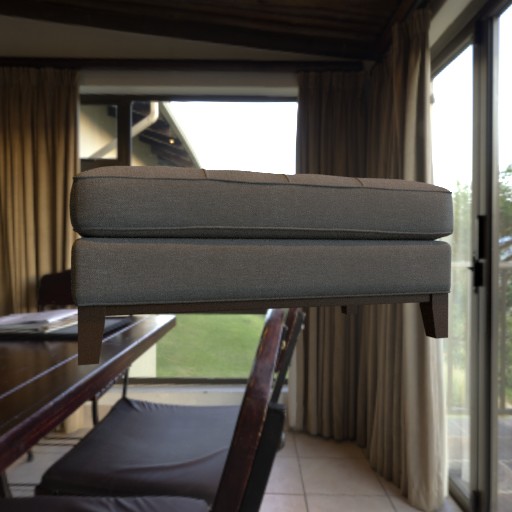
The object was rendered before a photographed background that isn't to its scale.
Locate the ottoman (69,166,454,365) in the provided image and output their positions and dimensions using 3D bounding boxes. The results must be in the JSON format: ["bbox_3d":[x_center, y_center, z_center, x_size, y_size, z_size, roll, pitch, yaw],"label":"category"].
[{"bbox_3d":[0.000,0.000,1.514,1.143,0.514,0.648,0,1,-18],"label":"ottoman"}]
